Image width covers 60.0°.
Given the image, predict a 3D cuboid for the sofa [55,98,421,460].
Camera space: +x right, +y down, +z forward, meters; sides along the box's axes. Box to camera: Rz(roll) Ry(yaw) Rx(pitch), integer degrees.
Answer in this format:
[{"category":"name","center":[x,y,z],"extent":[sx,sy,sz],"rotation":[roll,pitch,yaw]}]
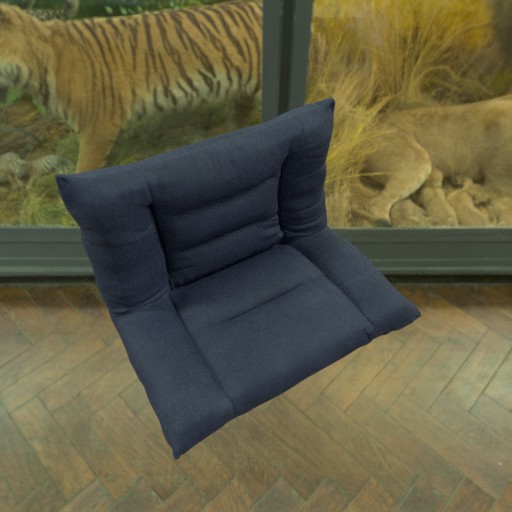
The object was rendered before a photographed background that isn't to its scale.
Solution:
[{"category":"sofa","center":[0.000,0.000,1.686],"extent":[1.122,0.778,0.849],"rotation":[-23,51,-21]}]
